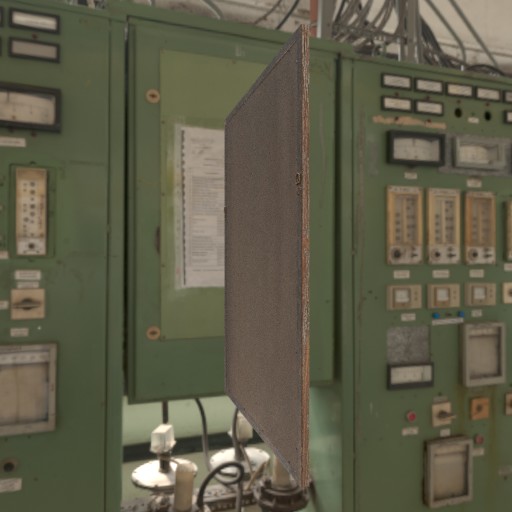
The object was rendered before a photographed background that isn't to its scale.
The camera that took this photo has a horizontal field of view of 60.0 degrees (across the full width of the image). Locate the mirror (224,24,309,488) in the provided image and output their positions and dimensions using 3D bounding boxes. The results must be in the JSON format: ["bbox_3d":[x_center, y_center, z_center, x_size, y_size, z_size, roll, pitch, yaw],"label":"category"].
[{"bbox_3d":[0.000,0.000,1.289,0.025,0.996,0.705,0,0,-18],"label":"mirror"}]
